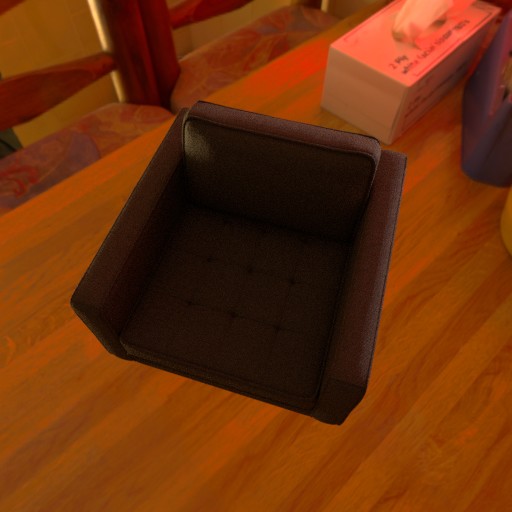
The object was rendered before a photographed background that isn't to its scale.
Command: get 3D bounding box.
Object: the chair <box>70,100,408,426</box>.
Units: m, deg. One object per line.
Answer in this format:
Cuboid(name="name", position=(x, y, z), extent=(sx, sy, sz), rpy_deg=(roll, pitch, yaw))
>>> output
Cuboid(name="chair", position=(0.000, 0.000, 1.610), extent=(0.899, 0.770, 0.919), rpy_deg=(15, 59, 9))
